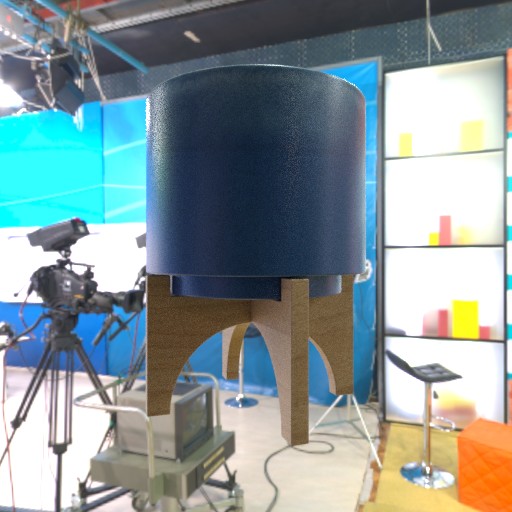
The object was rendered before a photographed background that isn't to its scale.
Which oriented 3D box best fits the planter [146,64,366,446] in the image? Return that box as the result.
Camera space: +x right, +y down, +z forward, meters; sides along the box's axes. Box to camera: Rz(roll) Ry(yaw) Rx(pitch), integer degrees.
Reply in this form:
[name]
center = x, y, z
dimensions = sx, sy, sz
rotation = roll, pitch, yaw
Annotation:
[planter]
center = 0.000, 0.000, 0.399
dimensions = 0.192, 0.263, 0.192
rotation = 0, 0, 0
